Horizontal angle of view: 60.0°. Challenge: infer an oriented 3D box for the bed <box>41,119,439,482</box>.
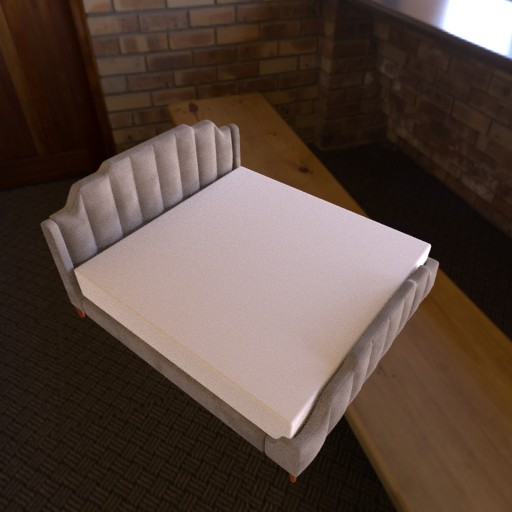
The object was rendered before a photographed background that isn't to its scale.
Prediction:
[{"bbox_3d":[0.000,0.000,3.502,2.340,1.245,2.074,28,48,28],"label":"bed"}]
